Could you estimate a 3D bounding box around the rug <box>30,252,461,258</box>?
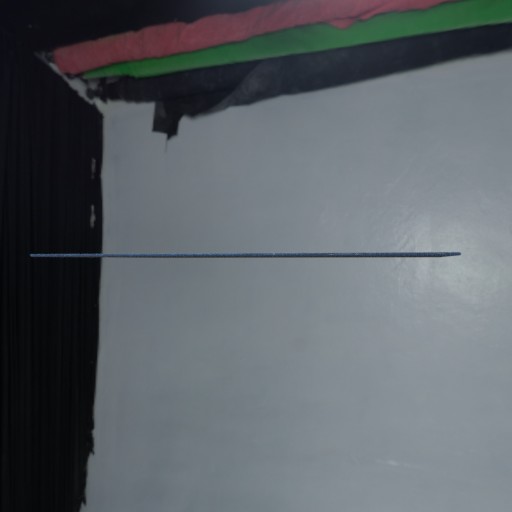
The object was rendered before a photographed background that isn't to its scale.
[{"bbox_3d":[0.000,0.000,3.061,2.441,0.015,1.526,0,-1,19],"label":"rug"}]
